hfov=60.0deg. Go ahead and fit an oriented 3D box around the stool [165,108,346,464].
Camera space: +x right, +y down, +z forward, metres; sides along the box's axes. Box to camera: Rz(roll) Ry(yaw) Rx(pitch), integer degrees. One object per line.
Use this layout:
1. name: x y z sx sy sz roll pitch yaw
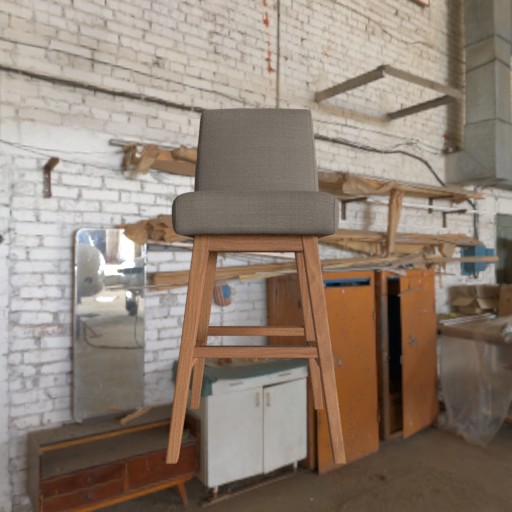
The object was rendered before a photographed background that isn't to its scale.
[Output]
1. stool: 0.000 0.000 1.428 0.483 1.112 0.570 0 0 0
